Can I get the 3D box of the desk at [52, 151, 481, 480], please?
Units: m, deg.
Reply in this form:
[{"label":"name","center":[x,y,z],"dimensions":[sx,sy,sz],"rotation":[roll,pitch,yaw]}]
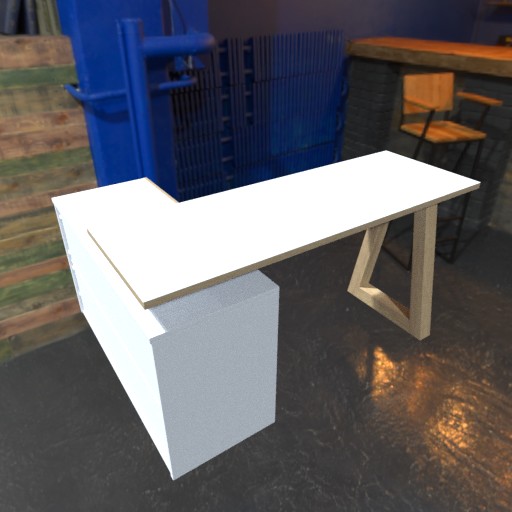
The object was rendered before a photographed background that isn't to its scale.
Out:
[{"label":"desk","center":[0.000,0.000,2.001],"dimensions":[1.404,0.755,1.098],"rotation":[-19,36,-29]}]
